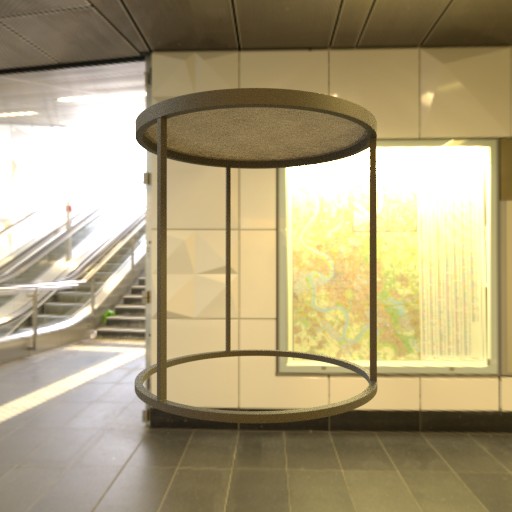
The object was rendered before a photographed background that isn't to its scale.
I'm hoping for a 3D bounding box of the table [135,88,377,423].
[{"bbox_3d":[0.000,0.000,0.891,0.470,0.498,0.470,0,0,0],"label":"table"}]
